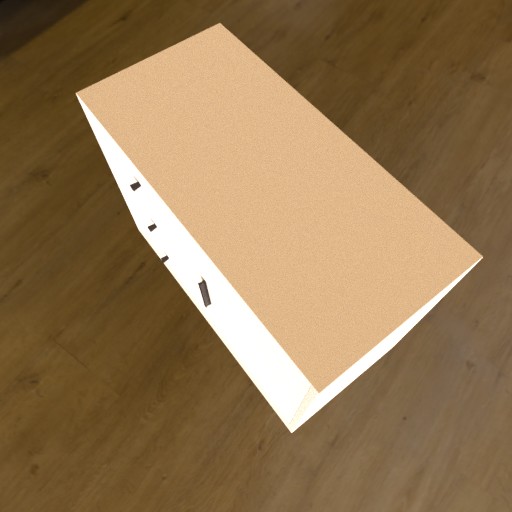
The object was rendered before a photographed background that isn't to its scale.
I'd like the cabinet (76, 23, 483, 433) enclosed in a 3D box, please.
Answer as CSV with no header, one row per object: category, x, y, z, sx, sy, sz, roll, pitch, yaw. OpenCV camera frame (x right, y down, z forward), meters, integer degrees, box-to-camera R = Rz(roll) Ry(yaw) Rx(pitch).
cabinet,0.000,0.000,1.209,0.398,0.761,0.800,-34,68,-16
